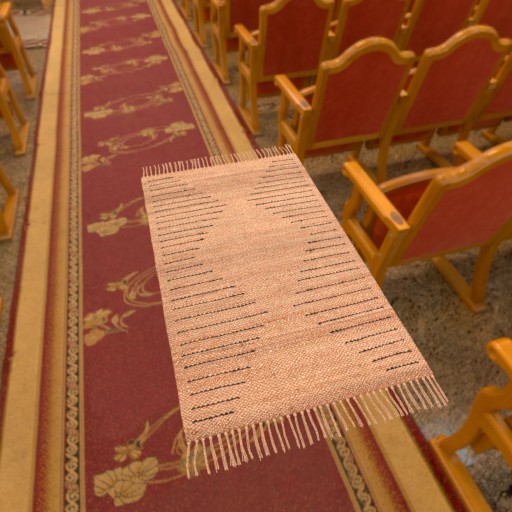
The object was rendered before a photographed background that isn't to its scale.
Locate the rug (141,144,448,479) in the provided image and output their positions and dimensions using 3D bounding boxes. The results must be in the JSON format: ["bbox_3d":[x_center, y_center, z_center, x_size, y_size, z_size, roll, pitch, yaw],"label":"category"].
[{"bbox_3d":[0.000,0.000,1.992,0.905,0.017,1.718,-11,47,-11],"label":"rug"}]
